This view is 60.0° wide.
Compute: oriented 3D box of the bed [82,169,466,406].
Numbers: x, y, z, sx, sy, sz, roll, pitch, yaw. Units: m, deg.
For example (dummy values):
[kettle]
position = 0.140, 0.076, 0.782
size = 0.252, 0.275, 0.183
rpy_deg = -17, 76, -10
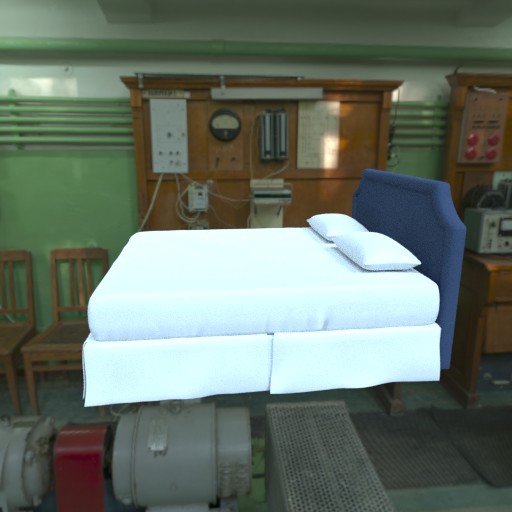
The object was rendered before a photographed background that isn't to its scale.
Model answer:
[bed]
position = 0.000, 0.000, 4.155
size = 2.773, 1.488, 2.350
rpy_deg = -2, 15, -7
